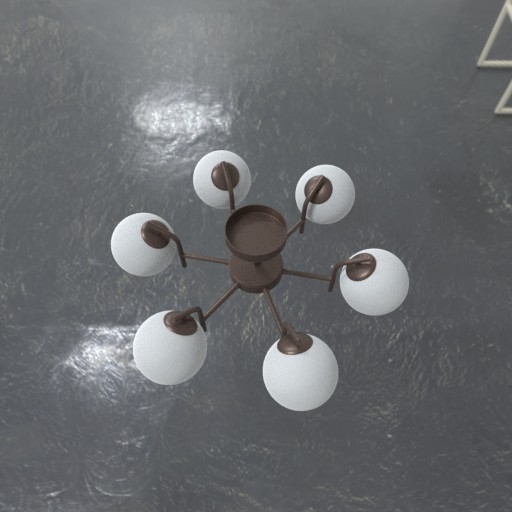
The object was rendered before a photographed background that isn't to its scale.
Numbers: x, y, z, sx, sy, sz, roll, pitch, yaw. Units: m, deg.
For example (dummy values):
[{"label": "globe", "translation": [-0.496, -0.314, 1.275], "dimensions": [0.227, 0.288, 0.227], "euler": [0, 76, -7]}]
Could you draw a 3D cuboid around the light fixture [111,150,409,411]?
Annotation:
[{"label": "light fixture", "translation": [0.000, 0.000, 0.960], "dimensions": [0.662, 0.201, 0.662], "euler": [0, 58, 0]}]
